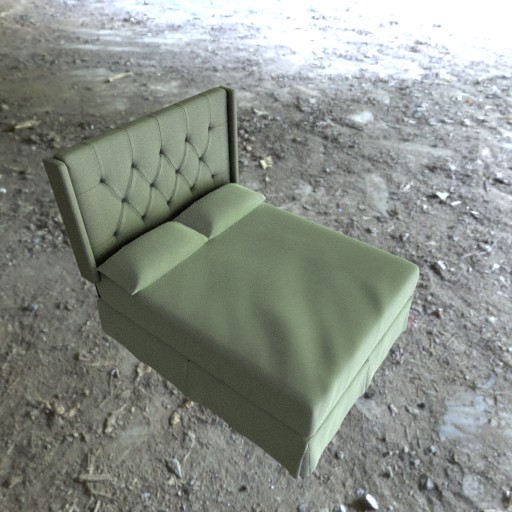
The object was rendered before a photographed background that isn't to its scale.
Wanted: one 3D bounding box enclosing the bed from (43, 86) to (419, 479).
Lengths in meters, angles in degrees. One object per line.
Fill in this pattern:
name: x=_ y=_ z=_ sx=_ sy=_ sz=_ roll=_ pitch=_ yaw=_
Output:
bed: x=0.000 y=0.000 z=3.287 sx=2.066 sy=1.665 sz=1.719 roll=26 pitch=46 yaw=28
